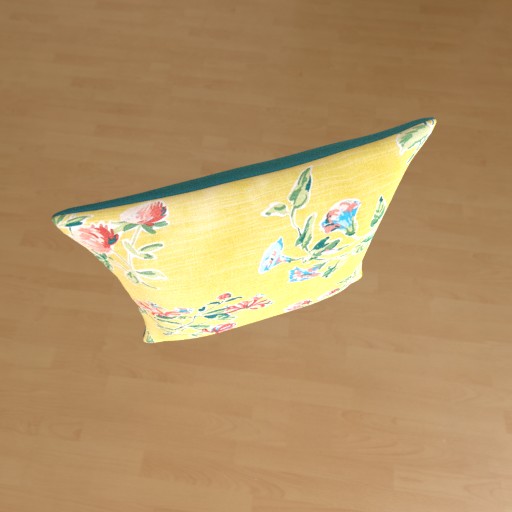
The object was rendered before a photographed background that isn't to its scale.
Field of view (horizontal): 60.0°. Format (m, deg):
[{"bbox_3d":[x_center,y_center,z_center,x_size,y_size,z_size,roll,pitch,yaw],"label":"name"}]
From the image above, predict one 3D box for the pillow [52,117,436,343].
[{"bbox_3d":[0.000,0.000,0.797,0.525,0.508,0.166,-16,64,-8],"label":"pillow"}]
